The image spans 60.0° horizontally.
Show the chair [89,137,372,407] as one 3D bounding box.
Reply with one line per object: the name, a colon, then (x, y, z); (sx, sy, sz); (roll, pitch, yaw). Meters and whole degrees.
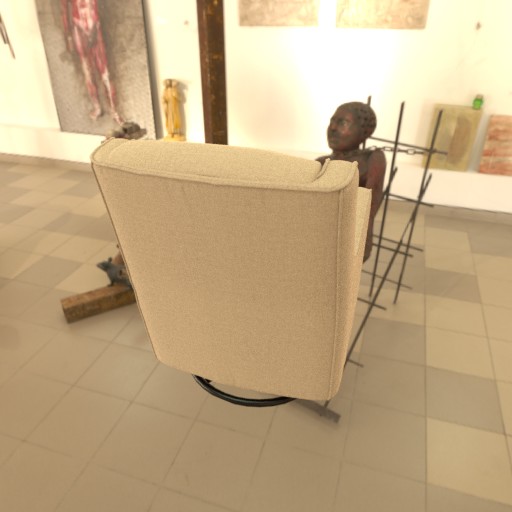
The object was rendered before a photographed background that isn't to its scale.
chair: (0.000, 0.000, 1.605); (0.732, 0.993, 0.879); (9, 32, 15)
